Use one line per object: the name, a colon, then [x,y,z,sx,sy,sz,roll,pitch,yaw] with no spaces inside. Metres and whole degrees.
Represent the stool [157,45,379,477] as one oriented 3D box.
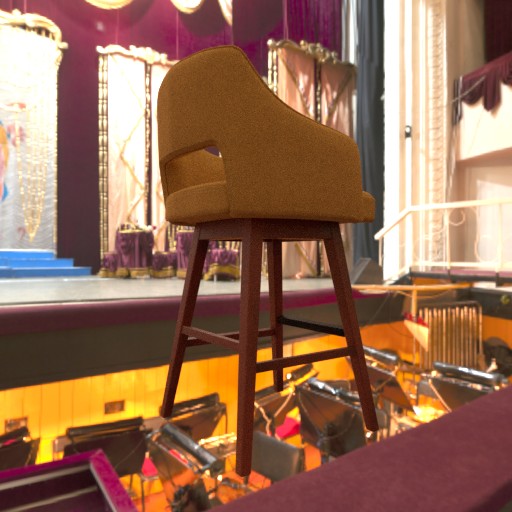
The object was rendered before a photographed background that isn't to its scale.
stool: [0.000,0.000,1.323,0.558,1.012,0.548,0,0,-35]
